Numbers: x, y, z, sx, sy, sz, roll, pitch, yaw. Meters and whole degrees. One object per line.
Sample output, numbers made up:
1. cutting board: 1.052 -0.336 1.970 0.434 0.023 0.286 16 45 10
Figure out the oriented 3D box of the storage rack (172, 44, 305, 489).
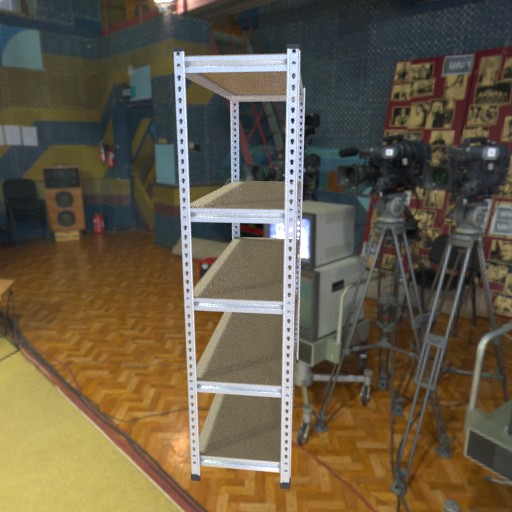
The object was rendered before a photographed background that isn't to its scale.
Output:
1. storage rack: 0.000 0.000 2.363 0.457 1.829 1.219 2 15 7
